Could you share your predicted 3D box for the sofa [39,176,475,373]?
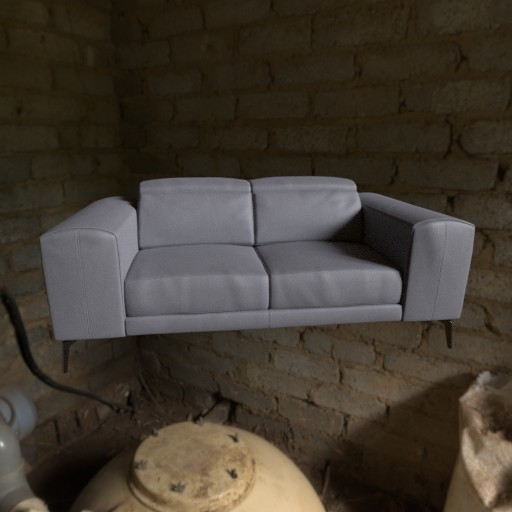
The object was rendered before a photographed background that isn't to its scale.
[{"bbox_3d":[0.000,0.000,2.394,1.895,0.779,1.003,-2,15,-7],"label":"sofa"}]
